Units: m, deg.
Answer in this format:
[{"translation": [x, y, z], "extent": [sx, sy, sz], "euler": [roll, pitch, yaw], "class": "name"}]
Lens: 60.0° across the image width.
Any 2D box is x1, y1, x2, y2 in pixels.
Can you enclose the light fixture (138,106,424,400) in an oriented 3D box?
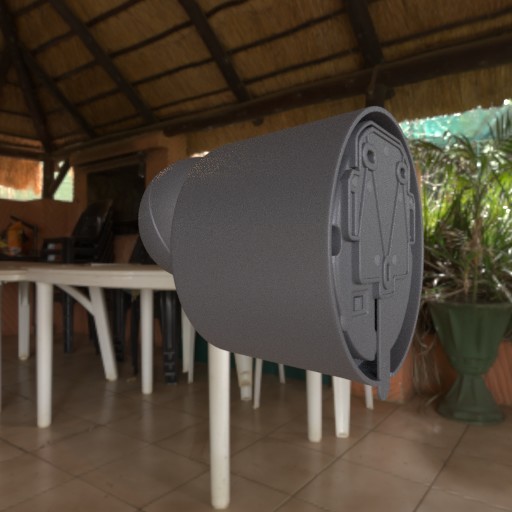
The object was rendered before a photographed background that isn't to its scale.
[{"translation": [0.000, 0.000, 0.264], "extent": [0.160, 0.143, 0.134], "euler": [0, 0, 35], "class": "light fixture"}]
